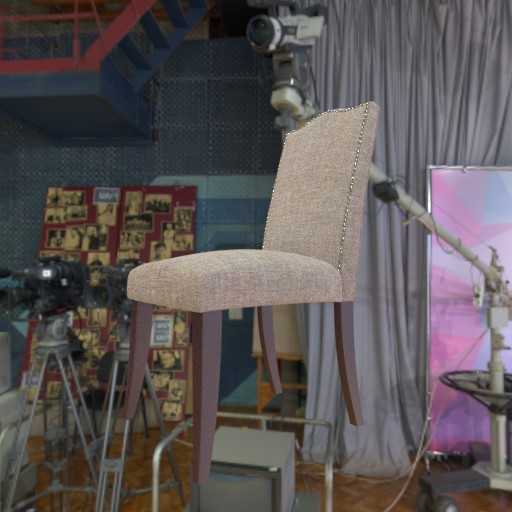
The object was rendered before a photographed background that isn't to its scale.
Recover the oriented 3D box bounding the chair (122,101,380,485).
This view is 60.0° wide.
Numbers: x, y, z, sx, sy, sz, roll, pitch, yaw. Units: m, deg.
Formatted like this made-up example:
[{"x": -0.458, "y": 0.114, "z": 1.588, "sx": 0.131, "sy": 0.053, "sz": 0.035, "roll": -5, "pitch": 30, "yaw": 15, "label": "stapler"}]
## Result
[{"x": 0.000, "y": 0.000, "z": 1.368, "sx": 0.660, "sy": 1.016, "sz": 0.513, "roll": 1, "pitch": -1, "yaw": -35, "label": "chair"}]
